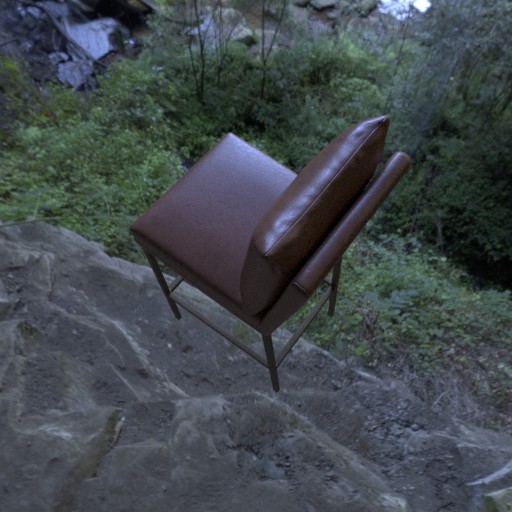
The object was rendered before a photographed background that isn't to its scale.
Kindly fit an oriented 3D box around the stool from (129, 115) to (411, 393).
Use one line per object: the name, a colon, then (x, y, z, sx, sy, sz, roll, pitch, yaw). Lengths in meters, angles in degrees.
stool: (0.000, 0.000, 1.428, 0.571, 1.124, 0.463, 34, 68, 16)
